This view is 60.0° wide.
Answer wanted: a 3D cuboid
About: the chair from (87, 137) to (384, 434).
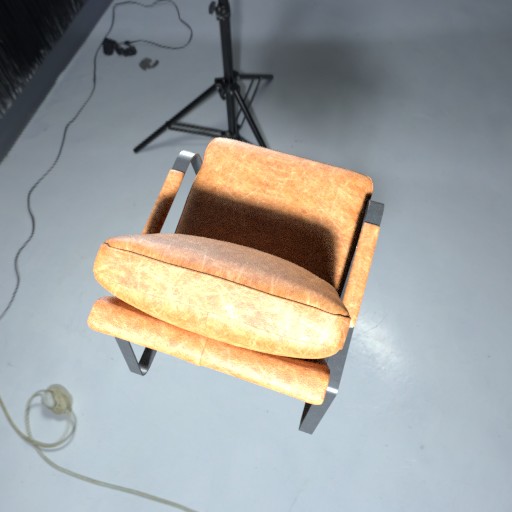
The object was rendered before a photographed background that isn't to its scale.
[{"bbox_3d":[0.000,0.000,1.342,0.651,0.777,0.801,17,66,8],"label":"chair"}]
